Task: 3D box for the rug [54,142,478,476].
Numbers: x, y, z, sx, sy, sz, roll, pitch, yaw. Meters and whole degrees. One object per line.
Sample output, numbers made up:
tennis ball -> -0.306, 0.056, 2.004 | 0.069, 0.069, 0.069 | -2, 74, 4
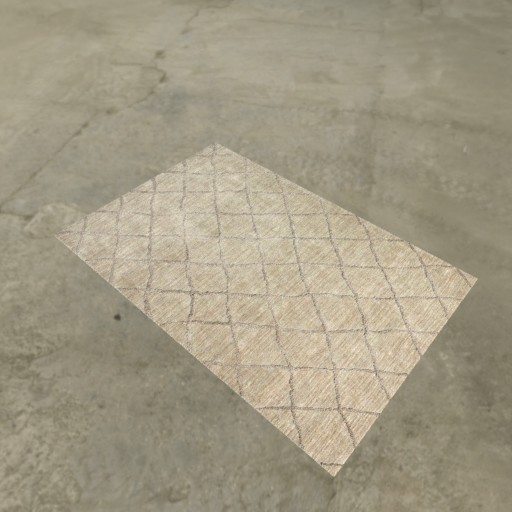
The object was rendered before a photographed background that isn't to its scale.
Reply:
rug -> 0.000, 0.000, 2.846 | 2.280, 0.015, 1.521 | 33, 55, 27
